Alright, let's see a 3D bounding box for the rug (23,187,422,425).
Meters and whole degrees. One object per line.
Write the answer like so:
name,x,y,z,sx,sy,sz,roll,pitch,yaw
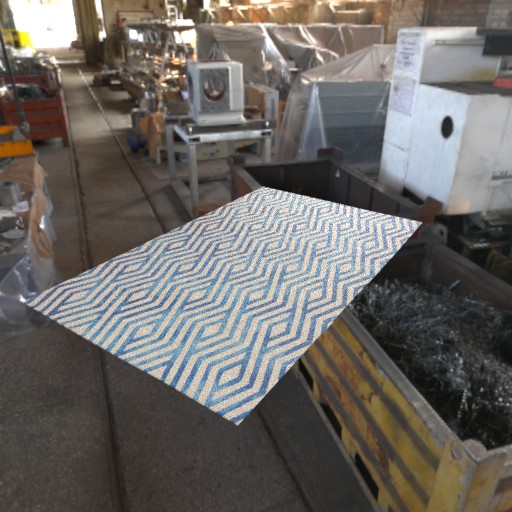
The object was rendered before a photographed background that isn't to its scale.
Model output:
rug,0.000,0.000,3.013,1.531,0.008,2.439,18,33,30
